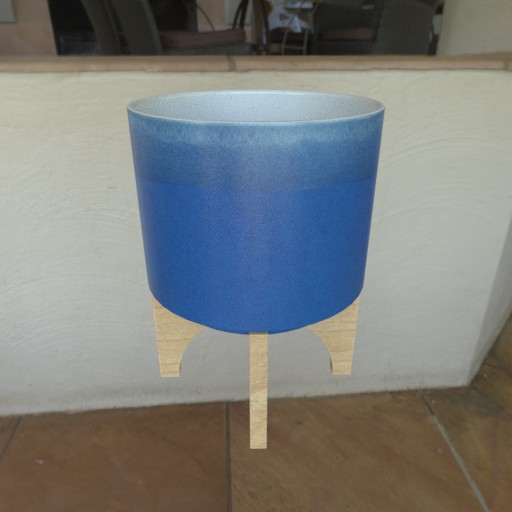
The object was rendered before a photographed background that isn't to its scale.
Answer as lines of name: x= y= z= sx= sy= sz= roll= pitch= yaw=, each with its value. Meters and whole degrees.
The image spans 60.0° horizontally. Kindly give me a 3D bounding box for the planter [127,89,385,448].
planter: x=0.000 y=0.000 z=0.397 sx=0.192 sy=0.263 sz=0.192 roll=0 pitch=26 yaw=0
